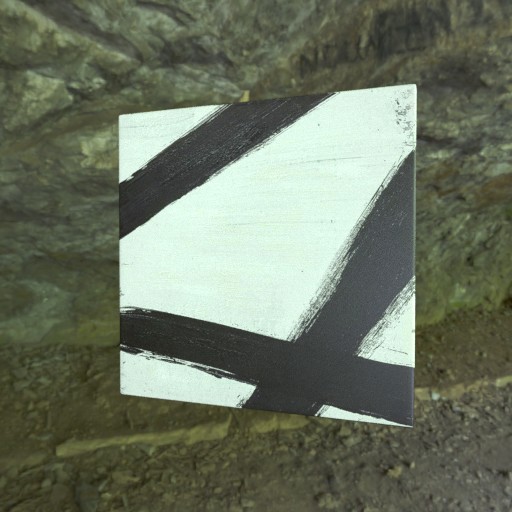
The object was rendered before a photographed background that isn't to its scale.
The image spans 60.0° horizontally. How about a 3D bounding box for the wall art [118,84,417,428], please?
[{"bbox_3d":[0.000,0.000,0.752,0.507,0.508,0.050,0,1,18],"label":"wall art"}]
